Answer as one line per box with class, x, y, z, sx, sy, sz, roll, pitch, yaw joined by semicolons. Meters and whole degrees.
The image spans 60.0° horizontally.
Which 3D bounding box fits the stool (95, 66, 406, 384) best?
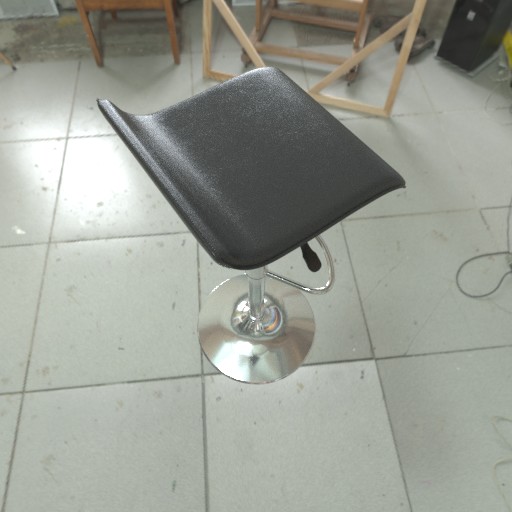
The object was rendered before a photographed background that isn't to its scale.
stool;0.000;0.000;1.051;0.381;0.851;0.381;-31;64;-17
